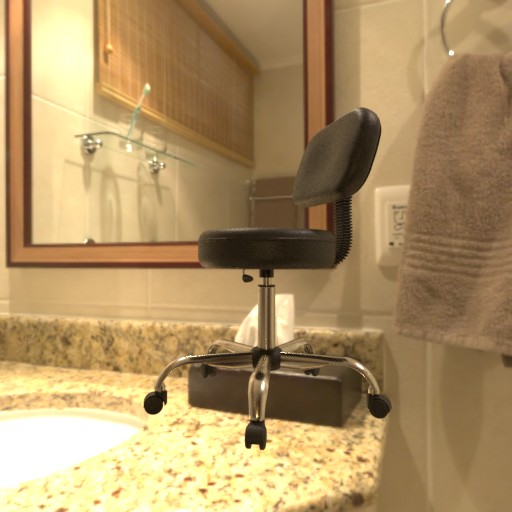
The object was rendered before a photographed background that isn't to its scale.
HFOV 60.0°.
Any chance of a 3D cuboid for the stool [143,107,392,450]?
[{"bbox_3d":[0.000,0.000,1.311,0.648,0.862,0.673,0,0,-18],"label":"stool"}]
